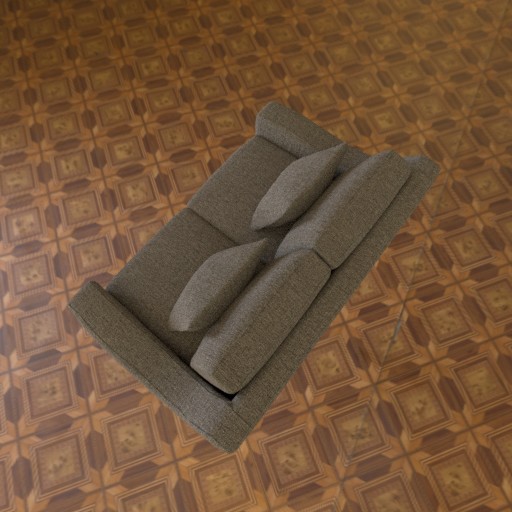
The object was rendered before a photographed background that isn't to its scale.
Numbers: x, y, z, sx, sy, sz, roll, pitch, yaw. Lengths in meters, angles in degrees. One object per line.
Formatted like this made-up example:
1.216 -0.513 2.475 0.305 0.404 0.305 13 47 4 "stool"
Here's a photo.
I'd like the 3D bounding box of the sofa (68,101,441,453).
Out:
0.000 0.000 2.461 1.120 0.991 1.778 35 70 15 "sofa"
